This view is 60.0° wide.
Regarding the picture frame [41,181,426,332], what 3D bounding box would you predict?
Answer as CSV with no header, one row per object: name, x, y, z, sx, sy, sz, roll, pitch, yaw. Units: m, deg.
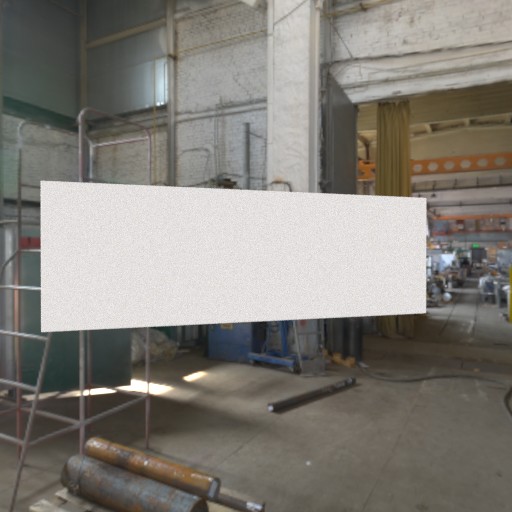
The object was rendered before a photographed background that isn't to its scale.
picture frame,0.000,0.000,0.869,0.759,0.250,0.050,0,0,-18
